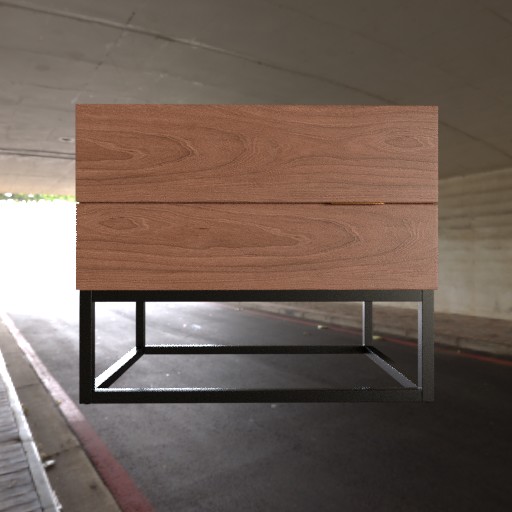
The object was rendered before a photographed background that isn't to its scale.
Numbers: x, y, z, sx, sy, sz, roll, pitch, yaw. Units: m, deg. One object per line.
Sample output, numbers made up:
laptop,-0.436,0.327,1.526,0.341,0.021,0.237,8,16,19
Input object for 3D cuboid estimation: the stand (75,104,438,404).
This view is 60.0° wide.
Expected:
stand,0.000,0.000,0.927,0.600,0.500,0.420,0,0,-1
